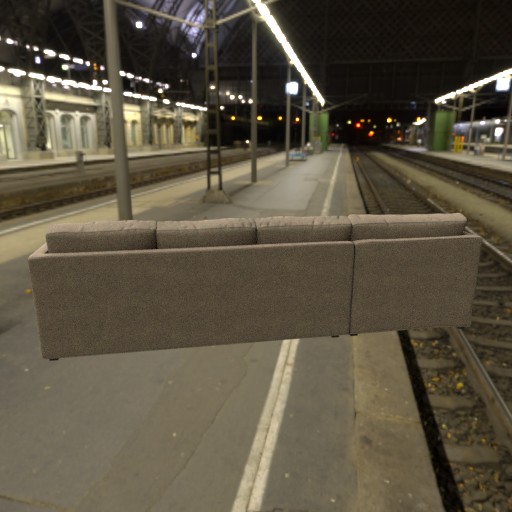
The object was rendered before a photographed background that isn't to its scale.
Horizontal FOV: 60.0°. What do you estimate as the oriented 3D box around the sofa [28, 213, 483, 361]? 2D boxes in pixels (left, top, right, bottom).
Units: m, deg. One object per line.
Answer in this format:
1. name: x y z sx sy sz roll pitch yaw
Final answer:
1. sofa: 0.000 0.000 3.868 3.205 0.922 1.650 -3 15 -10
